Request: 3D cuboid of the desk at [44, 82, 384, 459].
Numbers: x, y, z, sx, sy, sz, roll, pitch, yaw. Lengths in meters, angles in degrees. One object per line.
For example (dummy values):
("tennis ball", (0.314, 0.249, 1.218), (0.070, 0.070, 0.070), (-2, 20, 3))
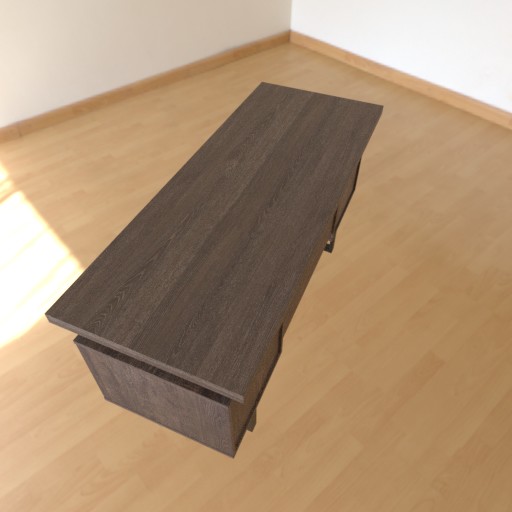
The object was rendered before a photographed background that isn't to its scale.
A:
("desk", (0.000, 0.000, 1.886), (0.600, 0.760, 1.524), (18, 49, 16))
